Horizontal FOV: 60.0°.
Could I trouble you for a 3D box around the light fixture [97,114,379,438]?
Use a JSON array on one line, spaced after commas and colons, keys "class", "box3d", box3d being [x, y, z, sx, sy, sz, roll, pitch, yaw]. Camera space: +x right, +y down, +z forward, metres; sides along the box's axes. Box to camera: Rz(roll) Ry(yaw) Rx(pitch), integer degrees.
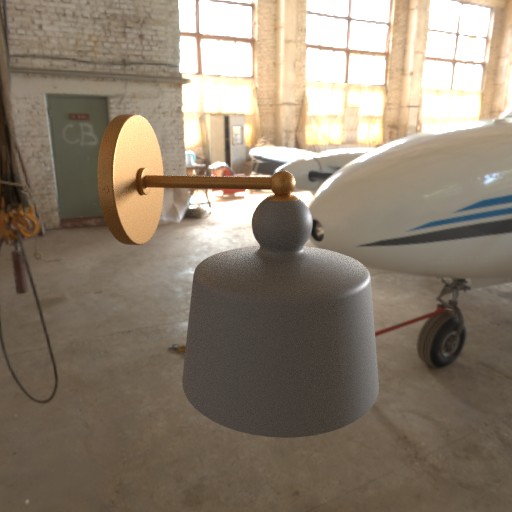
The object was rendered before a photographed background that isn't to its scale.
[{"class": "light fixture", "box3d": [0.000, 0.000, 0.438, 0.254, 0.268, 0.204, 2, 16, 8]}]
